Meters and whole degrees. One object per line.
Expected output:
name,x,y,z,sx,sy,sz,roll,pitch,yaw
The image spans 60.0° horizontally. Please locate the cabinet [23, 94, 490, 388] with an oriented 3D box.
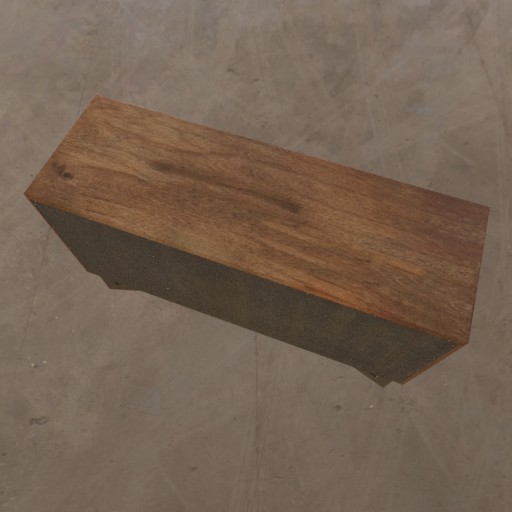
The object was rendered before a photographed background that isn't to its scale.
cabinet,0.000,0.000,1.741,1.373,0.812,0.480,18,65,9
